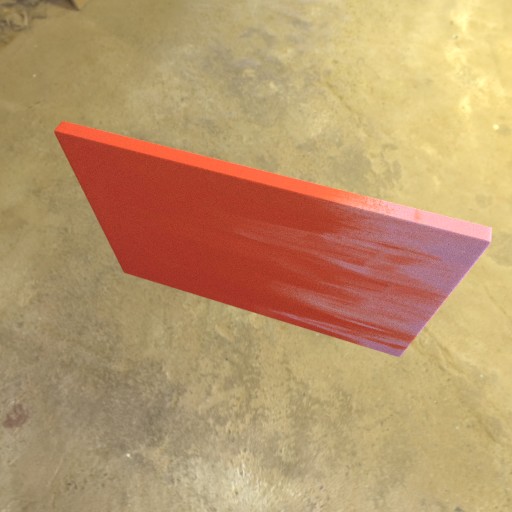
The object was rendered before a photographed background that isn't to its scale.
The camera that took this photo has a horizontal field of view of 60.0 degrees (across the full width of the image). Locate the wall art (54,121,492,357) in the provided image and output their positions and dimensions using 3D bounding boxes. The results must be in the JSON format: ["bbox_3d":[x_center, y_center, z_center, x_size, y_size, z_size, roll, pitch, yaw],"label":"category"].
[{"bbox_3d":[0.000,0.000,1.145,0.913,0.609,0.040,16,59,10],"label":"wall art"}]
